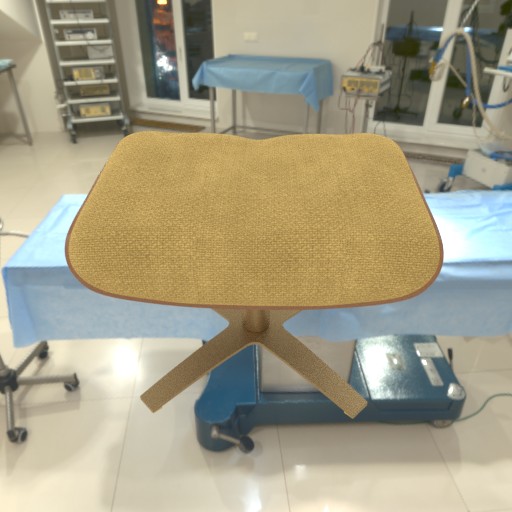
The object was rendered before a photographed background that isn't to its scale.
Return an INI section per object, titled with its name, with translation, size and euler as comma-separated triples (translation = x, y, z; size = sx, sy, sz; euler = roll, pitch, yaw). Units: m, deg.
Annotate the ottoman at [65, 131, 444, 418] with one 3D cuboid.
[ottoman]
translation = 0.000, 0.000, 0.809
size = 0.520, 0.391, 0.394
euler = 1, 32, 2
